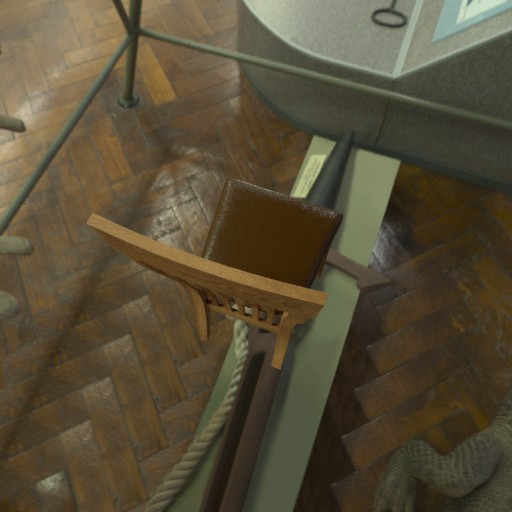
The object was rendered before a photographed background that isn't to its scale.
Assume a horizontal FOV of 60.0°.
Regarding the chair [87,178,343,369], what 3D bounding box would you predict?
[{"bbox_3d":[0.000,0.000,1.354,0.450,1.050,0.580,19,66,9],"label":"chair"}]
